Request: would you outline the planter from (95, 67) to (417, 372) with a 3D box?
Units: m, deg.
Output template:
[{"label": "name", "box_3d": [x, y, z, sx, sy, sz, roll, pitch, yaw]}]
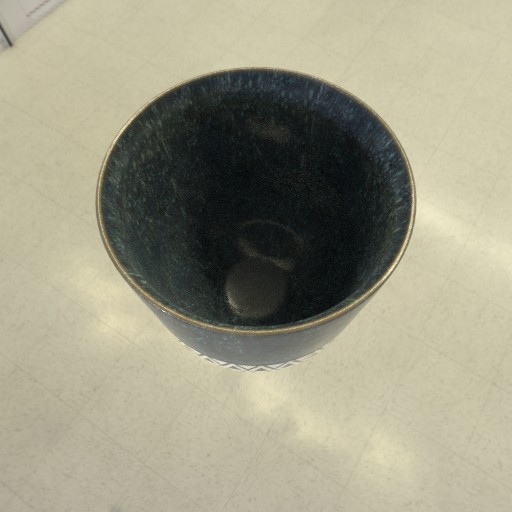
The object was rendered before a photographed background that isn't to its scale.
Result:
[{"label": "planter", "box_3d": [0.000, 0.000, 0.367, 0.195, 0.214, 0.195, 0, 64, 0]}]
